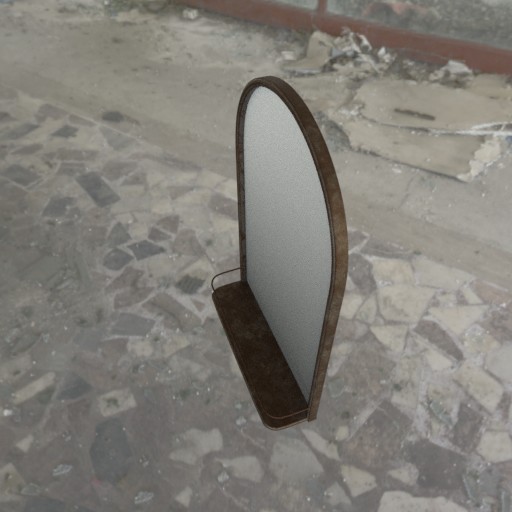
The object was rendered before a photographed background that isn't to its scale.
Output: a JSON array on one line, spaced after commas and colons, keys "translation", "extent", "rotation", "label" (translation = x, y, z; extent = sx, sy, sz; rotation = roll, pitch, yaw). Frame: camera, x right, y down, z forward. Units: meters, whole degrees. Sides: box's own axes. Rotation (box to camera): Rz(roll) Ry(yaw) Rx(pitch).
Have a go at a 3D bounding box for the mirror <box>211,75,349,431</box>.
[{"translation": [0.000, 0.000, 1.014], "extent": [0.137, 0.770, 0.510], "rotation": [-16, 48, -15], "label": "mirror"}]
